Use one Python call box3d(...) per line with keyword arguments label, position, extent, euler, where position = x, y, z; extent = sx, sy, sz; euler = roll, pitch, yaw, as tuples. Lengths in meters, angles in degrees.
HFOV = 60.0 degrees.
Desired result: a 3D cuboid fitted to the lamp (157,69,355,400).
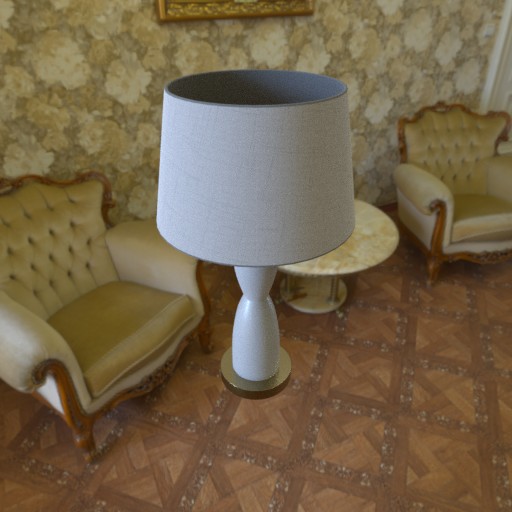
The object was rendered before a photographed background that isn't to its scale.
box3d(label="lamp", position=(0.000, 0.000, 0.742), extent=(0.309, 0.545, 0.309), euler=(0, 32, 0))
